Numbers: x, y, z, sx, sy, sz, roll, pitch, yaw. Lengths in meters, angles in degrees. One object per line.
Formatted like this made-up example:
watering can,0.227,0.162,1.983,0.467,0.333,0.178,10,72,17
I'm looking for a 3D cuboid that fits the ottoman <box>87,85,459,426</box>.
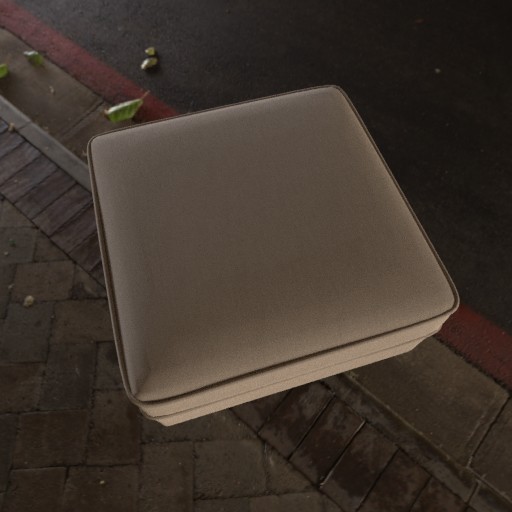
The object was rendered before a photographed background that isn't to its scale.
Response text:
ottoman,0.000,0.000,1.028,0.613,0.438,0.616,-15,63,-8
